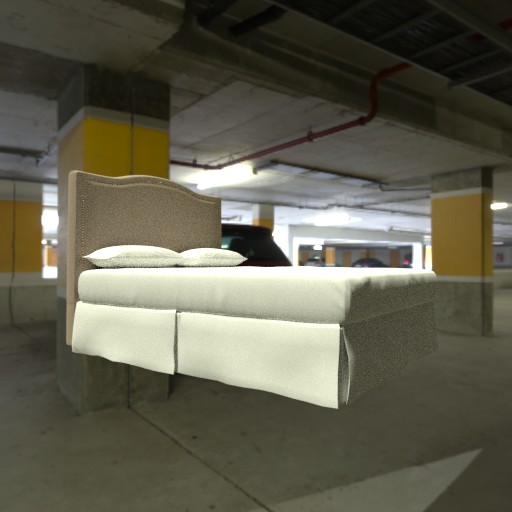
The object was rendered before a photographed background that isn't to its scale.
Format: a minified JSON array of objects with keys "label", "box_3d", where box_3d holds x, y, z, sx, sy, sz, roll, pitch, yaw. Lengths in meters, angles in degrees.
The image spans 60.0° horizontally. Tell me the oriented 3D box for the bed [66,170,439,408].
[{"label":"bed","box_3d":[0.000,0.000,3.366,2.282,1.436,1.821,-1,-1,35]}]
